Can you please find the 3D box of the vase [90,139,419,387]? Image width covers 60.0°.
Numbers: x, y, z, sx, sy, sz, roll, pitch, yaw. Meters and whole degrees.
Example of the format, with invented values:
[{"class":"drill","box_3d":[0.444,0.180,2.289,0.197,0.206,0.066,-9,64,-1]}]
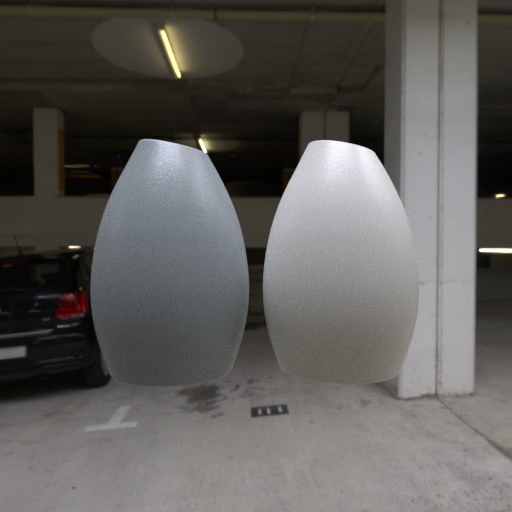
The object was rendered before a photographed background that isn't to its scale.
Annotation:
[{"class":"vase","box_3d":[0.000,0.000,0.259,0.187,0.131,0.089,0,1,-2]}]
